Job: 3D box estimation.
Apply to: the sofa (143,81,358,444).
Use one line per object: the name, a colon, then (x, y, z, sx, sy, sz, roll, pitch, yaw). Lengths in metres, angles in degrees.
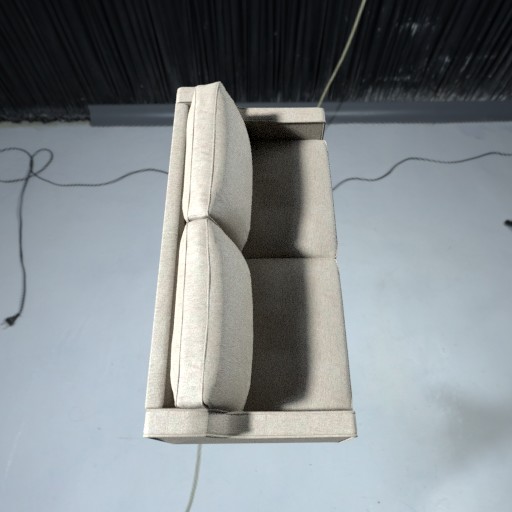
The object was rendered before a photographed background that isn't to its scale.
sofa: (0.000, 0.000, 2.825, 1.073, 1.074, 2.181, -1, 64, 0)
